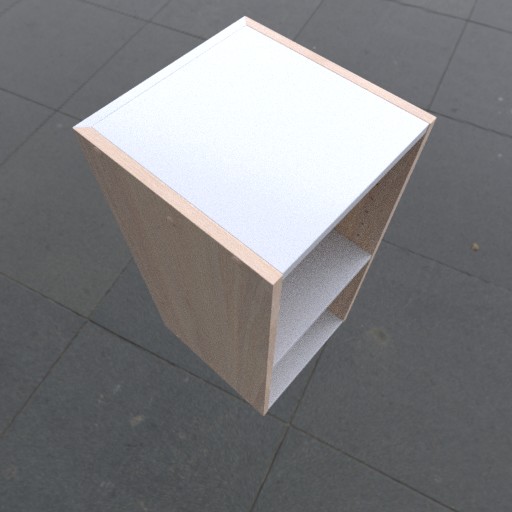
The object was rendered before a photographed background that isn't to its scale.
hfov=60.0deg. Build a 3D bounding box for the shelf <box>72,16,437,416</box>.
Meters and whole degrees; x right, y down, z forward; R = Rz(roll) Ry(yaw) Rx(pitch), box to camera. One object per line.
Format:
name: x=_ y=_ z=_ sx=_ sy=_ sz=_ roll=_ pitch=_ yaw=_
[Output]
shelf: x=0.000 y=0.000 z=0.757 sx=0.297 sy=0.594 sz=0.290 roll=38 pitch=66 yaw=20
